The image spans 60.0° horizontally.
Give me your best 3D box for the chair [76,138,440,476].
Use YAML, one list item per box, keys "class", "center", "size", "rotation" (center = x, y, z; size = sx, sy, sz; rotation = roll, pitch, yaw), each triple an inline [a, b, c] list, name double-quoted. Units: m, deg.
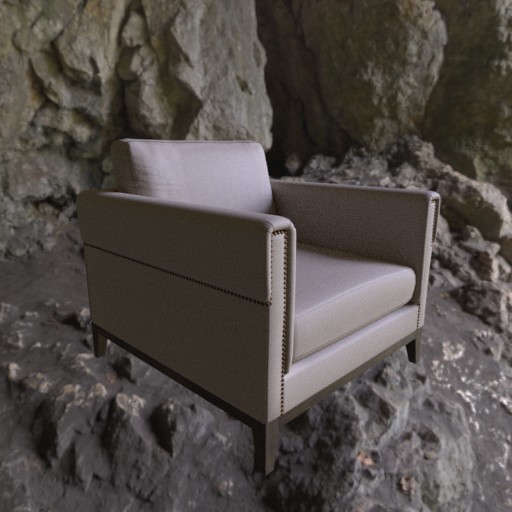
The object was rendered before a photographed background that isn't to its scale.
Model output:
- class: "chair"
  center: [0.000, 0.000, 1.637]
  size: [0.959, 0.838, 0.914]
  rotation: [13, 19, 43]
